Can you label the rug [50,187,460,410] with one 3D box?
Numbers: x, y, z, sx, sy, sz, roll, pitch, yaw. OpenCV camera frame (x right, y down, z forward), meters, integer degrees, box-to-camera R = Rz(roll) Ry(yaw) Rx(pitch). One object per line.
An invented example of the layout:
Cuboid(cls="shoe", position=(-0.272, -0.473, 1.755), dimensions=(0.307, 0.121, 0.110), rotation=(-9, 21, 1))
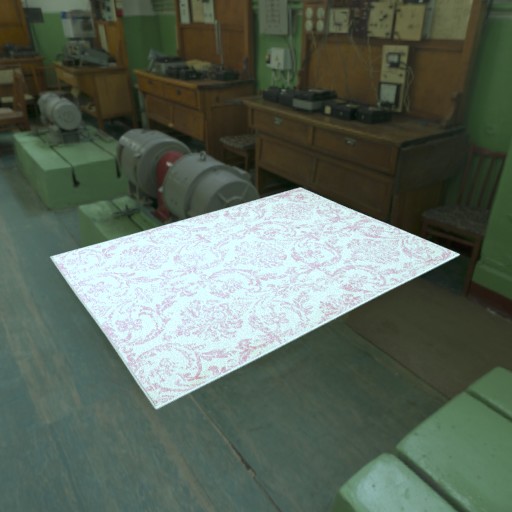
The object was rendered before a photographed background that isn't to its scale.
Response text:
Cuboid(cls="rug", position=(0.000, 0.000, 2.934), dimensions=(2.202, 0.014, 1.598), rotation=(-20, 34, -31))
